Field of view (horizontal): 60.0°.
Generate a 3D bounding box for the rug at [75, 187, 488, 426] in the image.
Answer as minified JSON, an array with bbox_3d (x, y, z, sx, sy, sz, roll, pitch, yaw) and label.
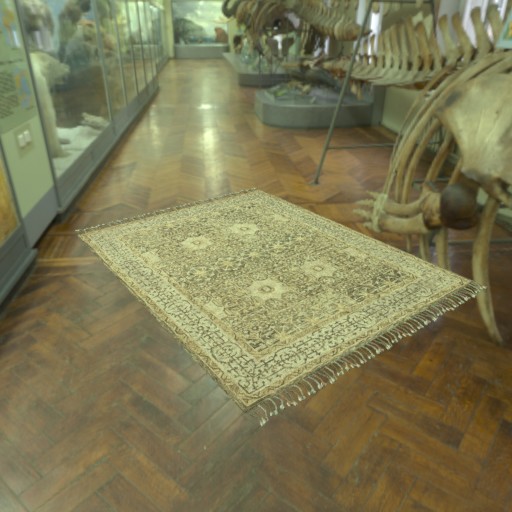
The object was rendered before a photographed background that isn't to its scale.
[{"bbox_3d":[0.000,0.000,4.231,2.431,0.017,3.291,-19,33,-32],"label":"rug"}]
